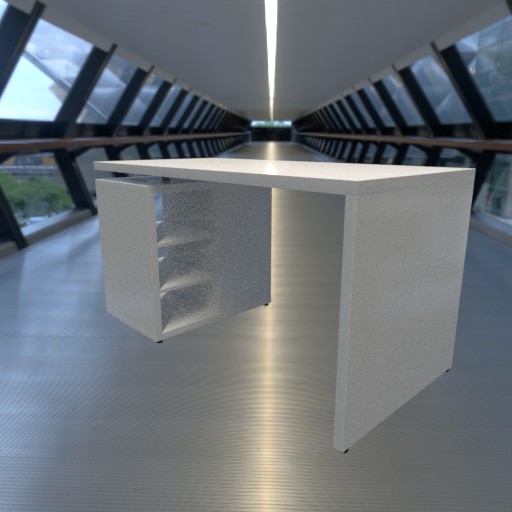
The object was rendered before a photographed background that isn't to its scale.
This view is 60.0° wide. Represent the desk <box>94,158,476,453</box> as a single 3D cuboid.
[{"bbox_3d":[0.000,0.000,1.830,0.690,0.740,1.400,-13,20,-42],"label":"desk"}]
